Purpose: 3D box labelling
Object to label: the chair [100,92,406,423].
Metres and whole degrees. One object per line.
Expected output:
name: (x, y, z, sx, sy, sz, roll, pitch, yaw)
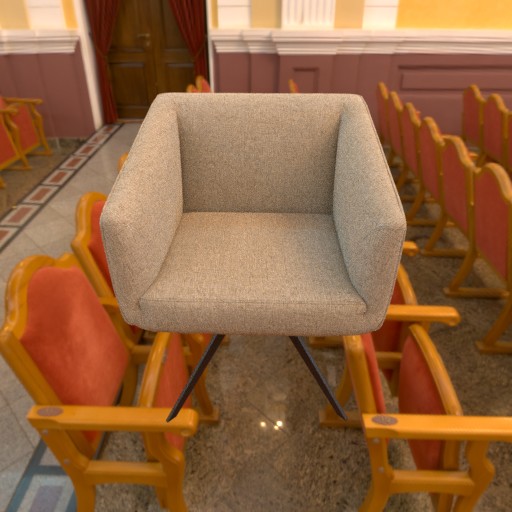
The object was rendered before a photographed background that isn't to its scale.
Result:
chair: (0.000, 0.000, 1.245, 0.628, 0.760, 0.623, 1, 31, 2)
